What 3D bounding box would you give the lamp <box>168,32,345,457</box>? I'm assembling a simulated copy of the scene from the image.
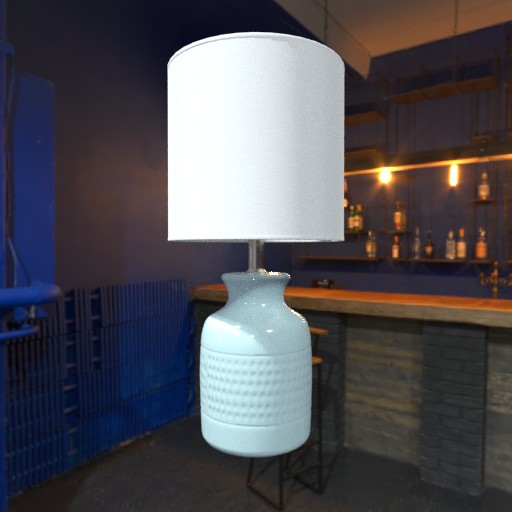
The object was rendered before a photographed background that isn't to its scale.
[{"bbox_3d":[0.000,0.000,1.072,0.418,0.871,0.418,1,1,37],"label":"lamp"}]
